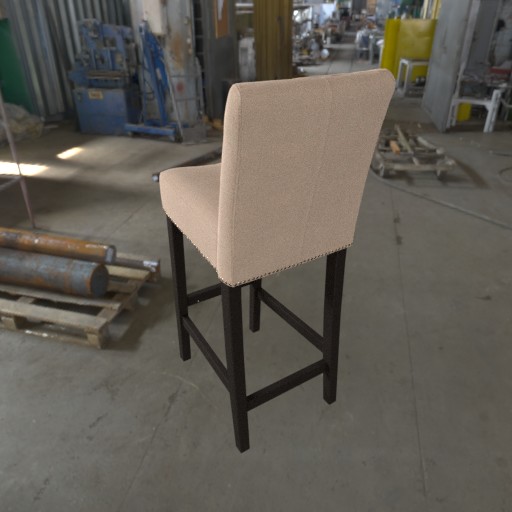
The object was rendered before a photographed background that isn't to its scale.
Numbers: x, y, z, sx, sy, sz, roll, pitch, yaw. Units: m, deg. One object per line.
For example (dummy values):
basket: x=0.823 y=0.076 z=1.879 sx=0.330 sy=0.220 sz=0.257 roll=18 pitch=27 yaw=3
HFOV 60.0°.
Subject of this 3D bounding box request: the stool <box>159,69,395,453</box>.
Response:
stool: x=0.000 y=0.000 z=1.305 sx=0.411 sy=1.047 sz=0.548 roll=-18 pitch=34 yaw=-28
